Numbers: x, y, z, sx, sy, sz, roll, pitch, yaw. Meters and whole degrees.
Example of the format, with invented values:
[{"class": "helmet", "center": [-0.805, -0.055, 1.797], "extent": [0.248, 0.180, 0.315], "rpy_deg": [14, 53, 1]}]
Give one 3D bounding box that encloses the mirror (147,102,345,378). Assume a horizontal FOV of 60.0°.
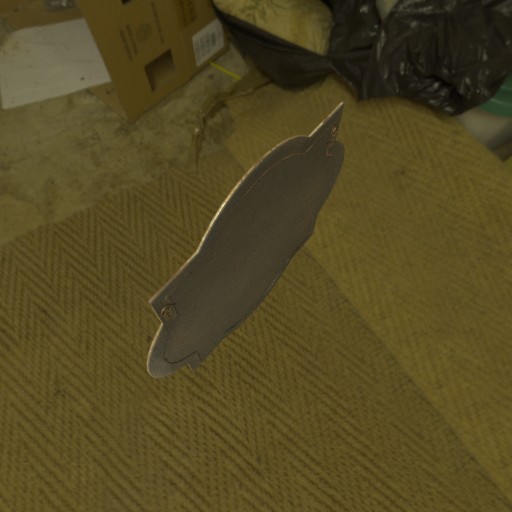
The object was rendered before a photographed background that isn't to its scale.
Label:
[{"class": "mirror", "center": [0.000, 0.000, 1.042], "extent": [0.019, 0.686, 0.686], "rpy_deg": [36, 69, 16]}]
